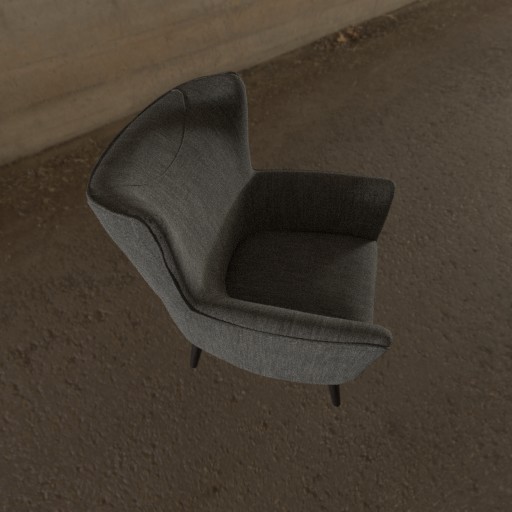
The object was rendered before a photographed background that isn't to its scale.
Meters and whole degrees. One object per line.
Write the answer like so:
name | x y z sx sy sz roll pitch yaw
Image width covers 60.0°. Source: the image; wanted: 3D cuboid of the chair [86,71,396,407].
chair | 0.000 0.000 1.537 0.888 0.933 0.781 9 47 9
